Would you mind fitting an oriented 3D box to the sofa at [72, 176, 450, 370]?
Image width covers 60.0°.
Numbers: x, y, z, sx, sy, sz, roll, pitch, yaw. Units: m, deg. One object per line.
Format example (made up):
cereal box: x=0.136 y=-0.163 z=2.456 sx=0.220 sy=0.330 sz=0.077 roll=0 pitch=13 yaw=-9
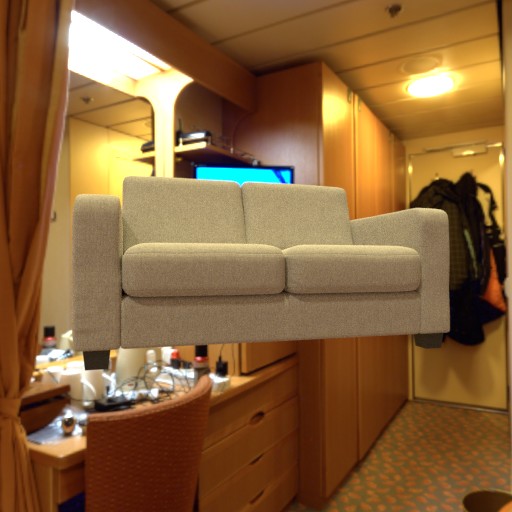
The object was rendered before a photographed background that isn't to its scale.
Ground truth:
sofa: x=0.000 y=0.000 z=2.088 sx=1.540 sy=0.800 sz=0.900 roll=0 pitch=-1 yaw=-16
